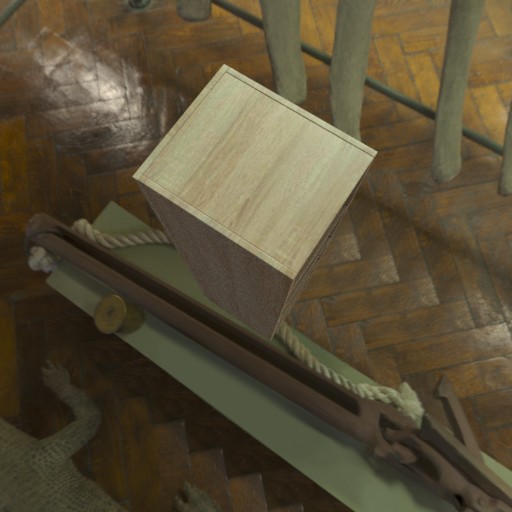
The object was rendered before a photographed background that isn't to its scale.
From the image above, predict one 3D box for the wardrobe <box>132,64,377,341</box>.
[{"bbox_3d":[0.000,0.000,2.396,0.588,2.117,0.496,33,77,9],"label":"wardrobe"}]
